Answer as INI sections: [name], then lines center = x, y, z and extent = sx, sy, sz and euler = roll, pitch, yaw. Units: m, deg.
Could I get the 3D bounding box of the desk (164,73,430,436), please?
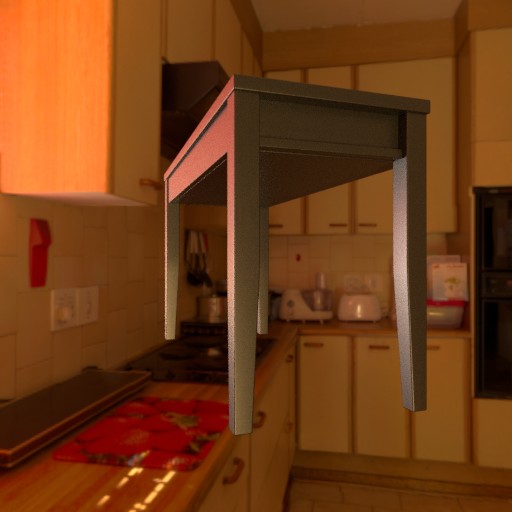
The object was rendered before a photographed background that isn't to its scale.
[desk]
center = 0.000, 0.000, 1.597
extent = 0.508, 0.775, 1.220
euler = 0, 0, -19
